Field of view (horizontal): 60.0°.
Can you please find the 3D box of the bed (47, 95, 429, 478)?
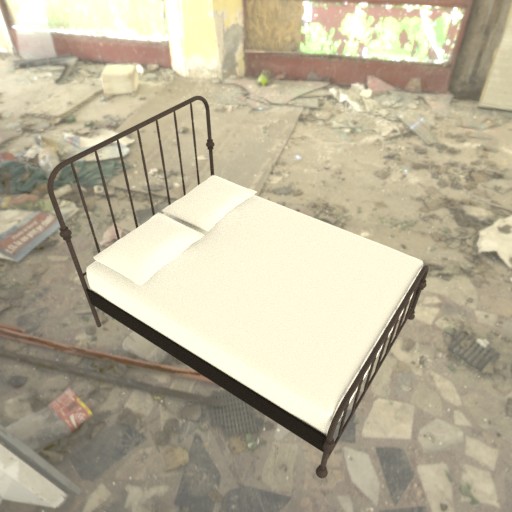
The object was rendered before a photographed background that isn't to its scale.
[{"bbox_3d":[0.000,0.000,3.186,2.134,1.446,1.616,25,47,25],"label":"bed"}]
